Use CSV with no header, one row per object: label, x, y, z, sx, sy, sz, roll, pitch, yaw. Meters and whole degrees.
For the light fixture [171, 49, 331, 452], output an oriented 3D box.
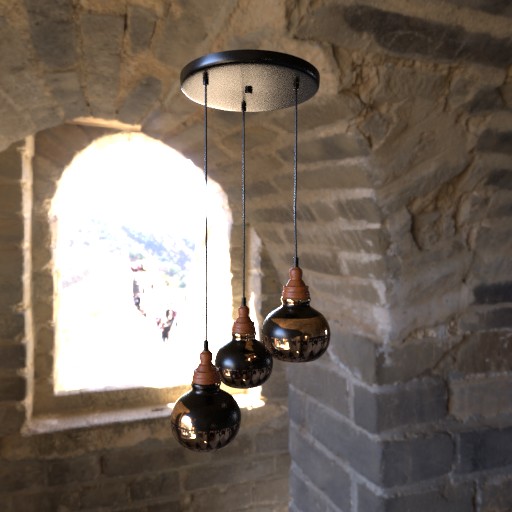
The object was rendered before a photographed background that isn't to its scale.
light fixture,0.000,0.000,1.786,0.605,1.410,0.608,0,1,19
